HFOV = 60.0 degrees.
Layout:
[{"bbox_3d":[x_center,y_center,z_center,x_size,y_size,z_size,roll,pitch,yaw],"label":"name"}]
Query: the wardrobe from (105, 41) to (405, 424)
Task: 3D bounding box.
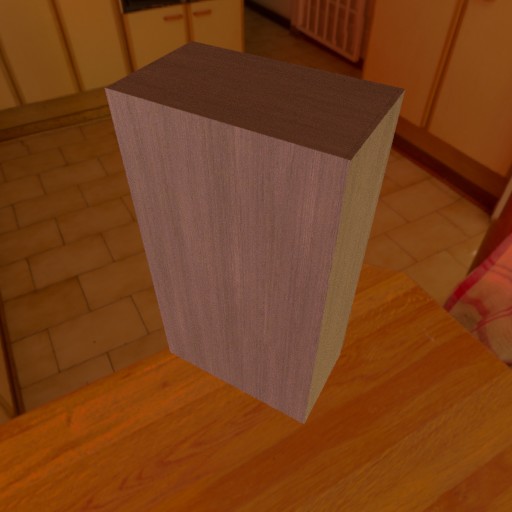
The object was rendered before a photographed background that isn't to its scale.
[{"bbox_3d":[0.000,0.000,2.318,0.991,1.808,0.577,22,49,21],"label":"wardrobe"}]
